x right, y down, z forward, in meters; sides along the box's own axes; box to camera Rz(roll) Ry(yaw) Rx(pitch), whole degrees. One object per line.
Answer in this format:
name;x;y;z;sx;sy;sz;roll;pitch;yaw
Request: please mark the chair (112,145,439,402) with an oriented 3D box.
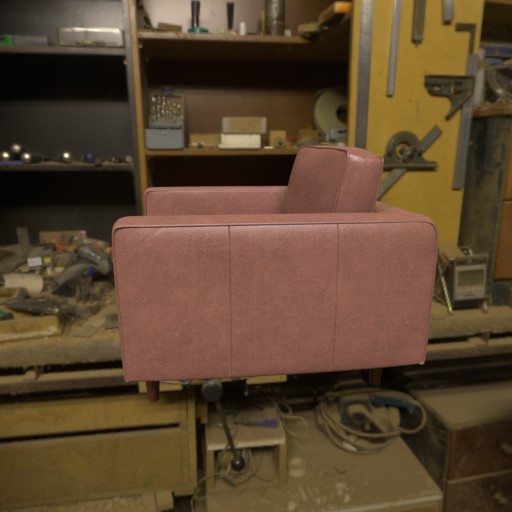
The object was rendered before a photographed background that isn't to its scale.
chair;0.000;0.000;1.600;0.900;0.770;0.920;-2;15;-7
